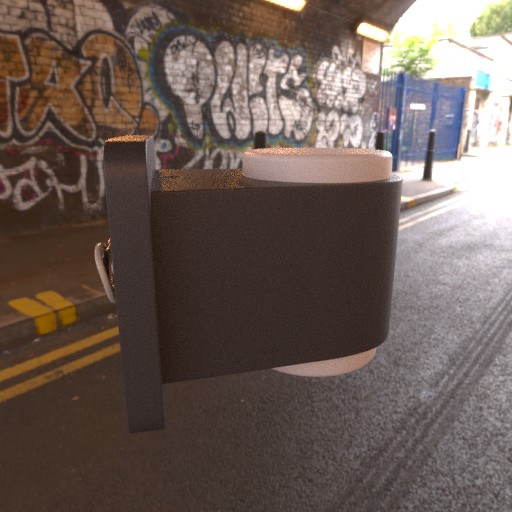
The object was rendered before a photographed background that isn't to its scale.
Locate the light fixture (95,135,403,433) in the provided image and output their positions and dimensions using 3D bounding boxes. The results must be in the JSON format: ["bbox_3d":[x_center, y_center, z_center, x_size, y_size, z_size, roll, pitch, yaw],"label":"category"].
[{"bbox_3d":[0.000,0.000,0.209,0.132,0.109,0.109,-3,16,-11],"label":"light fixture"}]
